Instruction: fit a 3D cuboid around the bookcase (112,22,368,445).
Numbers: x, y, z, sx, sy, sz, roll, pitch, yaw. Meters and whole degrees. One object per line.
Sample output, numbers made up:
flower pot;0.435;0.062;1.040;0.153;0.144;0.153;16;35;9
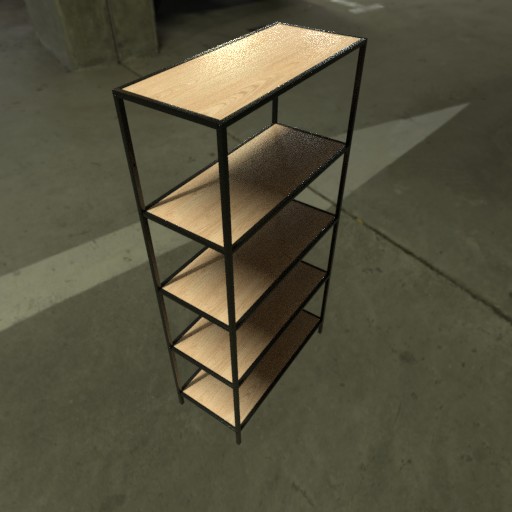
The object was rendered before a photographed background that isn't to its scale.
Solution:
bookcase;0.000;0.000;1.770;0.350;1.500;0.770;25;47;25
